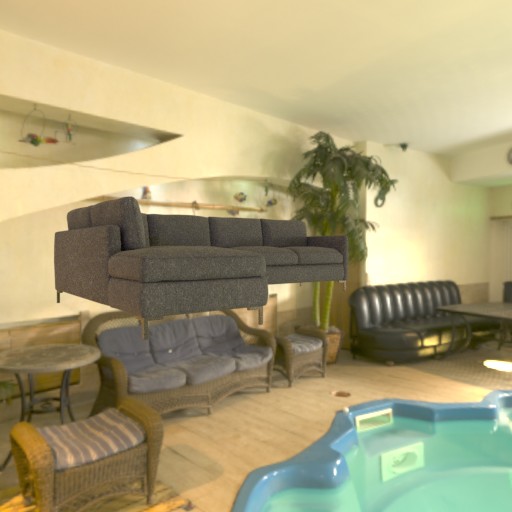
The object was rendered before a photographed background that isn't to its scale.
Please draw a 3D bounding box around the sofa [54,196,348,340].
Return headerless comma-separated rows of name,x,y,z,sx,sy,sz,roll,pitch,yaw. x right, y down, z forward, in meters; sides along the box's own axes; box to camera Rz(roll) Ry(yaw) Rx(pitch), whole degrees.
sofa,0.000,0.000,3.911,2.949,0.815,2.007,-1,1,-37
